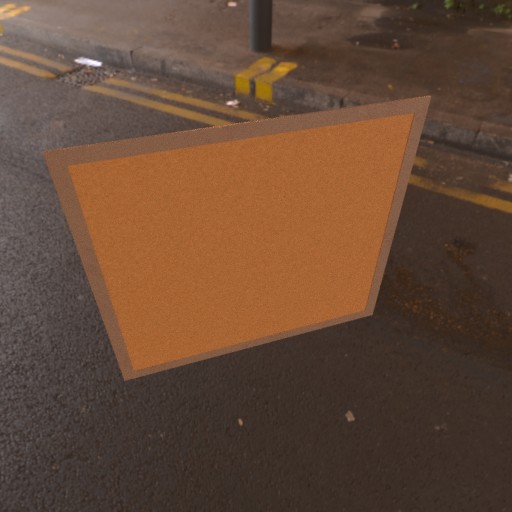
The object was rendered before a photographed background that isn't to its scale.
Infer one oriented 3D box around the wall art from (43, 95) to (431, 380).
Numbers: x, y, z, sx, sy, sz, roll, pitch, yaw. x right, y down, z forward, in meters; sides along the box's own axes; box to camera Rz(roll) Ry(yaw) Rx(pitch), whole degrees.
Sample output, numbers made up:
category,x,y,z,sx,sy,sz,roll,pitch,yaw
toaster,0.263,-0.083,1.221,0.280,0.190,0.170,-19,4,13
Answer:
category,x,y,z,sx,sy,sz,roll,pitch,yaw
wall art,0.000,0.000,1.647,1.168,1.067,0.025,-12,44,-13
